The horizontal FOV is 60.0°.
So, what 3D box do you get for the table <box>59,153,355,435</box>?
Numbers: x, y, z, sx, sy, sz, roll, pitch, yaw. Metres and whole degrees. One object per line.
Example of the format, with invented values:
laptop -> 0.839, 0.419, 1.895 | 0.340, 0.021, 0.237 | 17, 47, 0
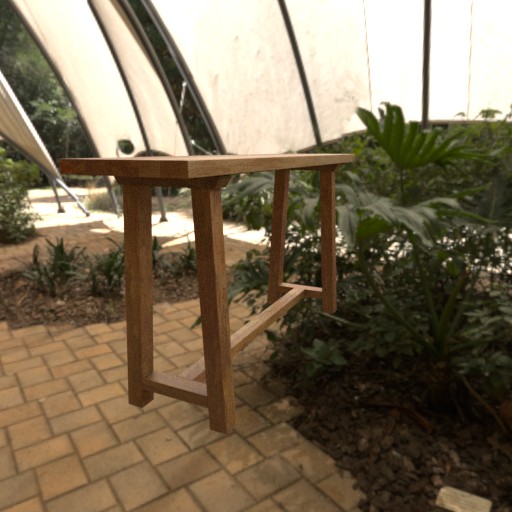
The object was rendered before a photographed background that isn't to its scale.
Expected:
table -> 0.000, 0.000, 1.834 | 0.405, 0.810, 1.524 | 7, 15, 25
